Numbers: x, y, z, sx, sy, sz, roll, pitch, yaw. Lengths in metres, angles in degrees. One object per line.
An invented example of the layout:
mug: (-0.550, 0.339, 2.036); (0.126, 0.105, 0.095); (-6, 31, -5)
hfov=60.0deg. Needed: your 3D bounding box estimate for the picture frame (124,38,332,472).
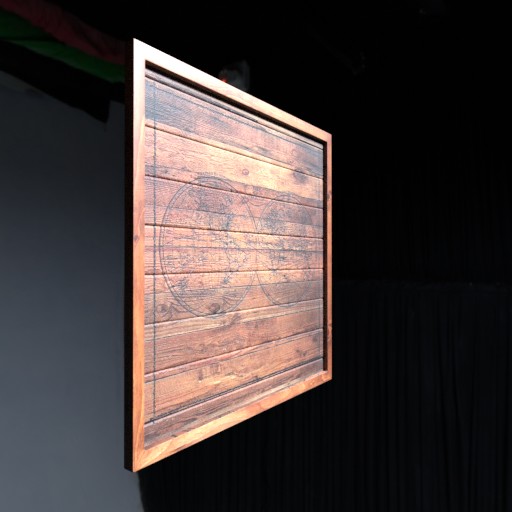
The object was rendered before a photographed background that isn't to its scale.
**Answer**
picture frame: (0.000, 0.000, 1.164); (0.029, 0.817, 0.810); (0, 0, 37)
